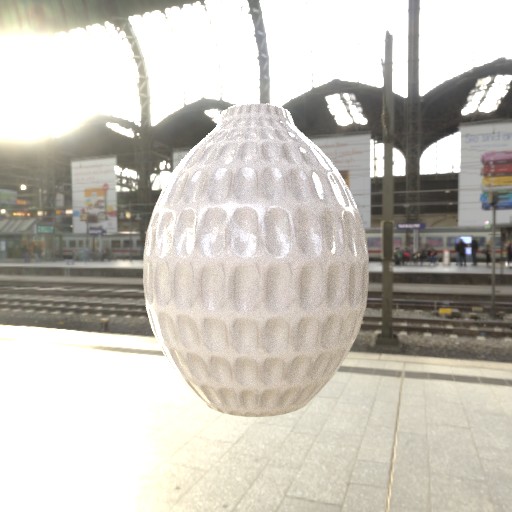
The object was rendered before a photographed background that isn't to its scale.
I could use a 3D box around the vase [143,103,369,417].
[{"bbox_3d":[0.000,0.000,0.259,0.128,0.167,0.128,0,1,0],"label":"vase"}]
